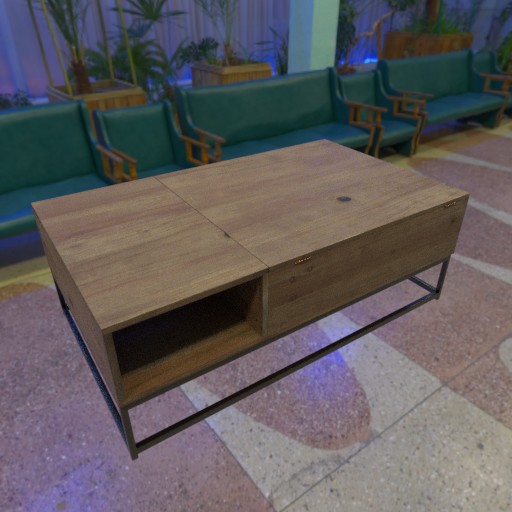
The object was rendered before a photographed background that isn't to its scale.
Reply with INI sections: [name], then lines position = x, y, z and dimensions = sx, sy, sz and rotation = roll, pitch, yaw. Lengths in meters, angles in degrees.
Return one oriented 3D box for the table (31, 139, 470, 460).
[table]
position = 0.000, 0.000, 1.388
dimensions = 1.101, 0.395, 0.655
rotation = -19, 36, -28
